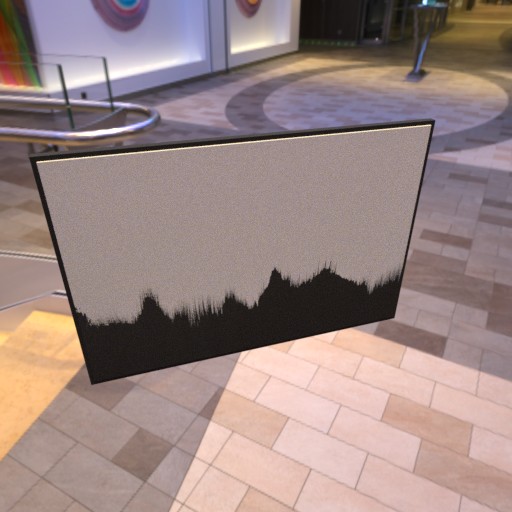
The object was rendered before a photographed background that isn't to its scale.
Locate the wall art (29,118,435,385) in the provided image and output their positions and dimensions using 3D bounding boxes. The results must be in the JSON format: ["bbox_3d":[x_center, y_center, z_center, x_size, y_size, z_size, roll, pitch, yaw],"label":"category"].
[{"bbox_3d":[0.000,0.000,1.471,1.190,0.805,0.028,-9,32,-15],"label":"wall art"}]
